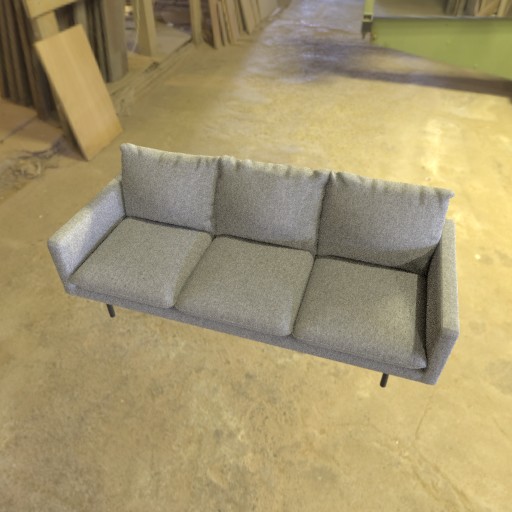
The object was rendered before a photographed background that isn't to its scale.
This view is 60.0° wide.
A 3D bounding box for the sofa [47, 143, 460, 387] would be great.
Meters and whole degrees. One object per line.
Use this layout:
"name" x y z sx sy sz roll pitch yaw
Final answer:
"sofa" 0.000 0.000 2.418 2.000 0.830 0.850 12 42 13
